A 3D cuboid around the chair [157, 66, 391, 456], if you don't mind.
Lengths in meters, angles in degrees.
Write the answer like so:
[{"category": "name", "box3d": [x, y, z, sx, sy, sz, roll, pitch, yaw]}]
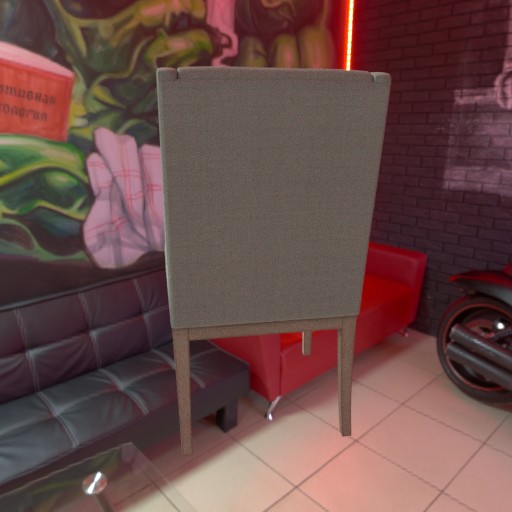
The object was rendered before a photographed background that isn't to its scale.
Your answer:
[{"category": "chair", "box3d": [0.000, 0.000, 1.380, 0.575, 1.021, 0.611, -3, 16, -10]}]
